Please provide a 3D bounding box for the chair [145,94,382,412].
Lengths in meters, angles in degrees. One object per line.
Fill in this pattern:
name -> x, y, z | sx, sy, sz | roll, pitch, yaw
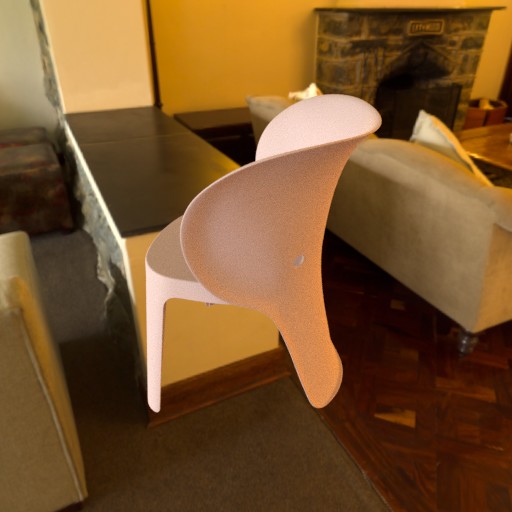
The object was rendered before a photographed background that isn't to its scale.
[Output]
chair -> 0.000, 0.000, 0.866 | 0.402, 0.554, 0.451 | 8, 31, 13
